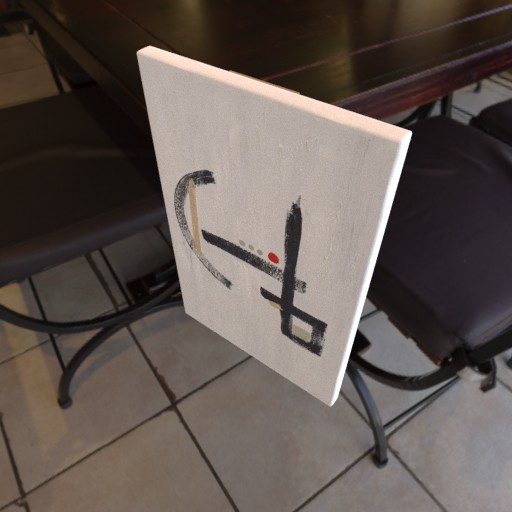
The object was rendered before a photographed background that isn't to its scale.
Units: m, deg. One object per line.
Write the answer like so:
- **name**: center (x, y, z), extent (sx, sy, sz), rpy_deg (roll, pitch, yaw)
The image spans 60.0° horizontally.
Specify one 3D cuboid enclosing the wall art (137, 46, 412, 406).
- **wall art**: center (0.000, 0.000, 1.156), extent (0.602, 0.916, 0.048), rpy_deg (28, 52, 24)
